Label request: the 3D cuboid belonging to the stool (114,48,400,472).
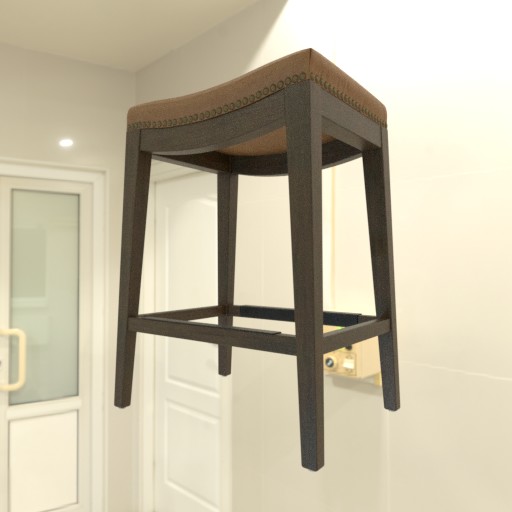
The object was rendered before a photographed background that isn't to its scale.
[{"bbox_3d":[0.000,0.000,0.957,0.500,0.660,0.361,-1,-1,37],"label":"stool"}]
